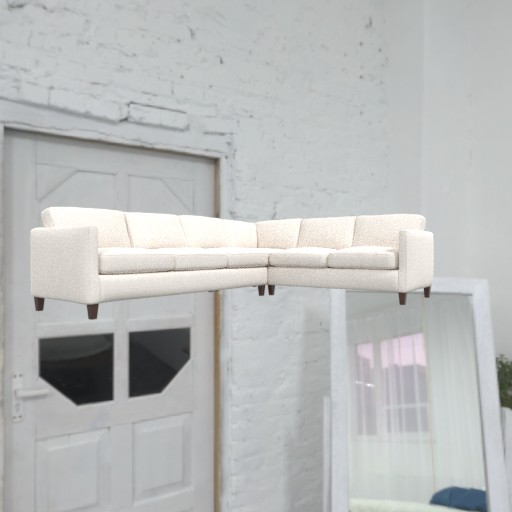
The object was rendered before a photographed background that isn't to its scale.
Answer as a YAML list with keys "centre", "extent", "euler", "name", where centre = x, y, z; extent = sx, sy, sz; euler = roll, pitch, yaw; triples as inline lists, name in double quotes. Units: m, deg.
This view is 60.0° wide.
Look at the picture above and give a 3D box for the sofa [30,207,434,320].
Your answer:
- centre: [0.000, 0.000, 4.420]
  extent: [2.593, 0.947, 3.302]
  euler: [1, 1, 37]
  name: "sofa"
